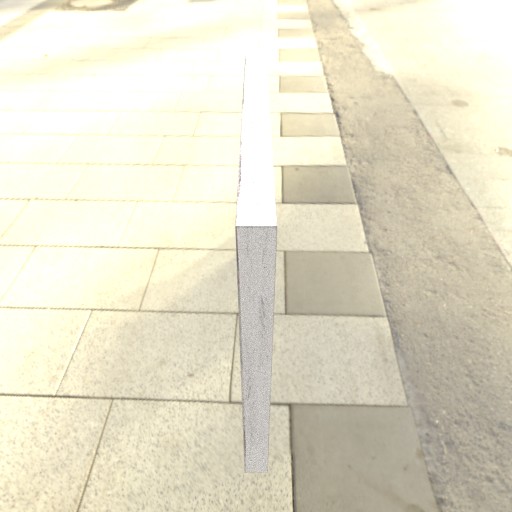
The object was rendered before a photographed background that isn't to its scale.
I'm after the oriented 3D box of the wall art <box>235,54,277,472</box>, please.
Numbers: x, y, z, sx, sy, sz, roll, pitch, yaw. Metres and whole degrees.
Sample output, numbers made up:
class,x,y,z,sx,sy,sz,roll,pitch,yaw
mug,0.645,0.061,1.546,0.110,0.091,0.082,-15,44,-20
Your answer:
class,x,y,z,sx,sy,sz,roll,pitch,yaw
wall art,0.000,0.000,0.760,0.038,0.508,0.508,0,41,0
